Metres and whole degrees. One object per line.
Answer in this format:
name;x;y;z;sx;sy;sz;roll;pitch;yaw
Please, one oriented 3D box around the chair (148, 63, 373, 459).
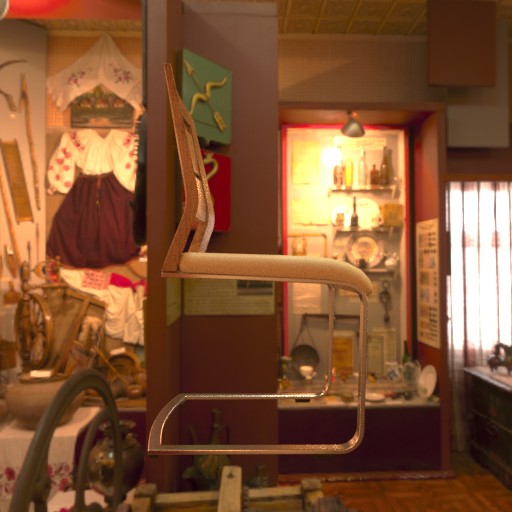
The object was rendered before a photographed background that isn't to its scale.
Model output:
chair;0.000;0.000;1.265;0.561;0.955;0.457;0;-1;0
